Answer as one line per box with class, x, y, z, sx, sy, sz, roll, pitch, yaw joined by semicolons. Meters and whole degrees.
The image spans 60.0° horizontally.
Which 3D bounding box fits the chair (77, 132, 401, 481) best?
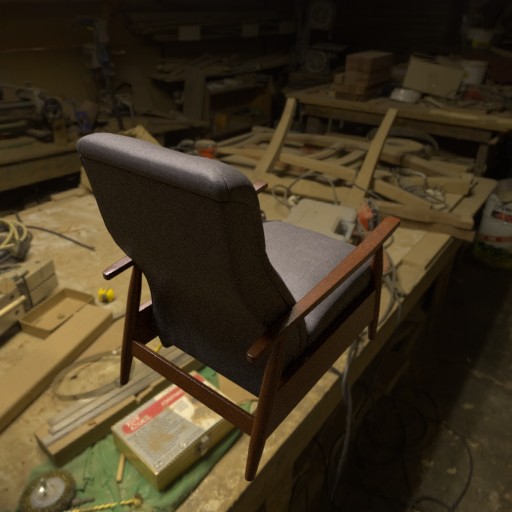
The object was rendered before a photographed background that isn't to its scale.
chair;0.000;0.000;1.769;0.762;1.081;1.014;22;36;33
